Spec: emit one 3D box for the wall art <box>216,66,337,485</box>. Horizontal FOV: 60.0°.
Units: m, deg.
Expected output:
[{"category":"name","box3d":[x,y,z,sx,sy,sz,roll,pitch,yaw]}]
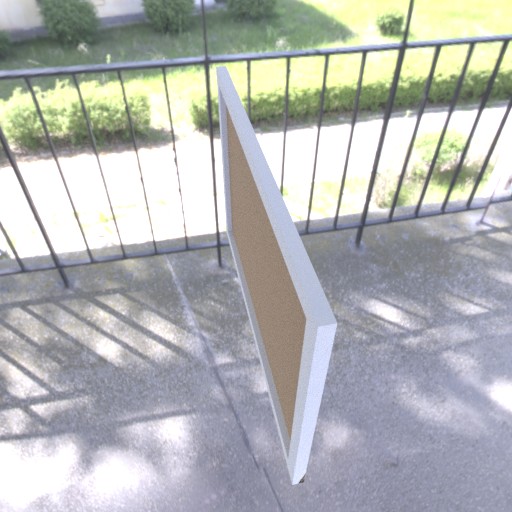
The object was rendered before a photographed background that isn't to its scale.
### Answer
[{"category":"wall art","box3d":[0.000,0.000,1.424,0.038,0.767,1.144,-9,45,-9]}]
